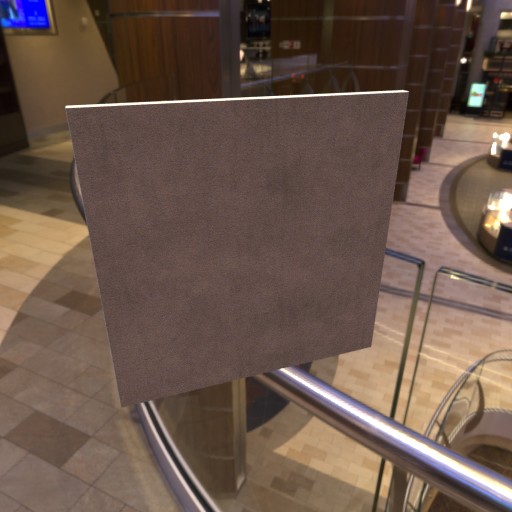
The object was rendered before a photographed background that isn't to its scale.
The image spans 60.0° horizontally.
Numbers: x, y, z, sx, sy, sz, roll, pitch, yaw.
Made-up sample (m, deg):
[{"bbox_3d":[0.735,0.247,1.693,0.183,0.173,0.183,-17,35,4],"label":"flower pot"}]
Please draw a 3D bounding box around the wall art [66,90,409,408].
[{"bbox_3d":[0.000,0.000,0.976,0.664,0.661,0.020,-9,28,-17],"label":"wall art"}]
